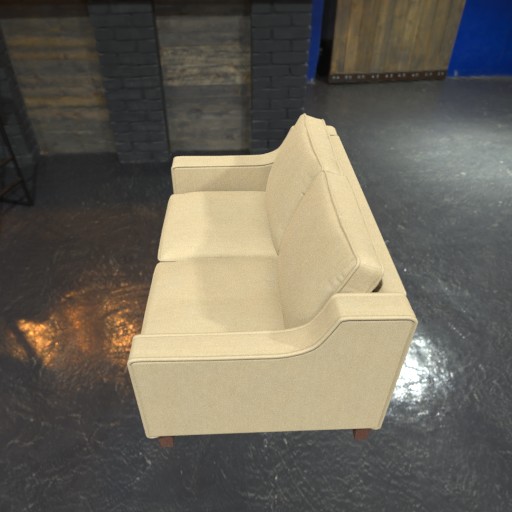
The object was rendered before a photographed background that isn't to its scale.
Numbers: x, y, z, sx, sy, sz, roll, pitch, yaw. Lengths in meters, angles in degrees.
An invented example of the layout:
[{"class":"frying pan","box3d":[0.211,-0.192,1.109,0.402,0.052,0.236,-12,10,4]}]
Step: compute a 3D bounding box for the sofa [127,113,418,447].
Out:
[{"class":"sofa","box3d":[0.000,0.000,2.187,0.987,0.971,1.501,-1,39,-2]}]
